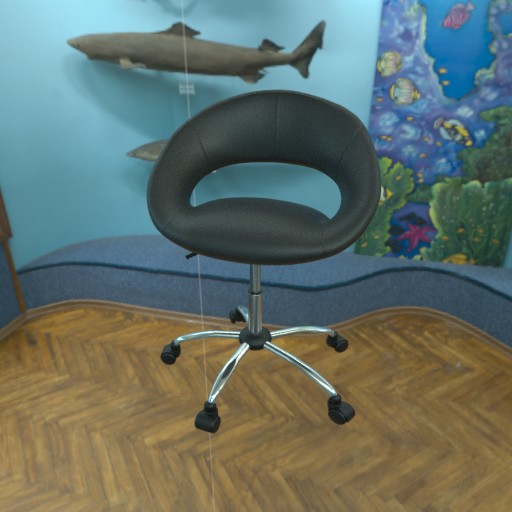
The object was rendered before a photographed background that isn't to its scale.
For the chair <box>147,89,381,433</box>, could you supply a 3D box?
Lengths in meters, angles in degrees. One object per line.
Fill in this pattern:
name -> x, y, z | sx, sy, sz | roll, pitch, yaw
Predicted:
chair -> 0.000, 0.000, 1.177 | 0.612, 0.791, 0.538 | 8, 27, 15
